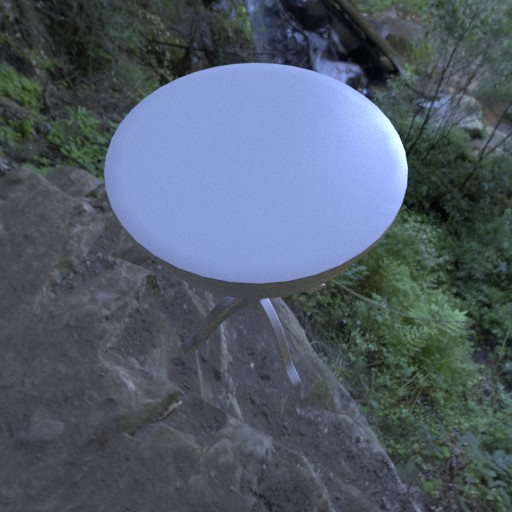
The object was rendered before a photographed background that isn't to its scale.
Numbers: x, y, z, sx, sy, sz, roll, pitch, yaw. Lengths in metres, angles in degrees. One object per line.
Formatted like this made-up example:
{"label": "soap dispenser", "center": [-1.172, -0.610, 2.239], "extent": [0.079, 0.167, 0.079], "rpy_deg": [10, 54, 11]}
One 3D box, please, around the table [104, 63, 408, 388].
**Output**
{"label": "table", "center": [0.000, 0.000, 1.034], "extent": [0.513, 0.653, 0.513], "rpy_deg": [0, 57, 0]}
